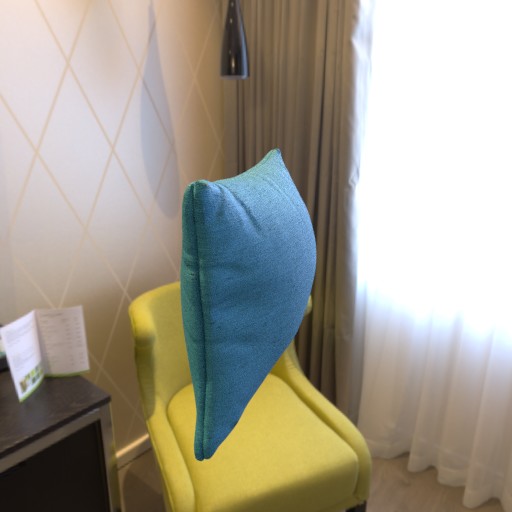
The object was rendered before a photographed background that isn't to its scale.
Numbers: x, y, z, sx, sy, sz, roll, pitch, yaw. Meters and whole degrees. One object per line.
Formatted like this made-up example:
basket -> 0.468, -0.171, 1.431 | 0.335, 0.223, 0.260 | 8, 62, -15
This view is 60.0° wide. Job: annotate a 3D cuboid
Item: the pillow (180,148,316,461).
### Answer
pillow -> 0.000, 0.000, 0.782 | 0.210, 0.338, 0.633 | 3, 17, 9
